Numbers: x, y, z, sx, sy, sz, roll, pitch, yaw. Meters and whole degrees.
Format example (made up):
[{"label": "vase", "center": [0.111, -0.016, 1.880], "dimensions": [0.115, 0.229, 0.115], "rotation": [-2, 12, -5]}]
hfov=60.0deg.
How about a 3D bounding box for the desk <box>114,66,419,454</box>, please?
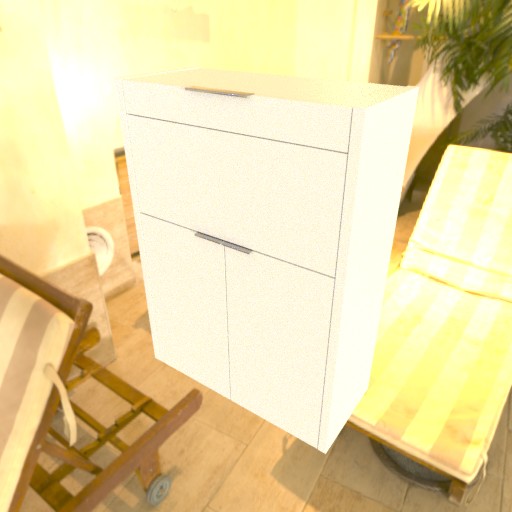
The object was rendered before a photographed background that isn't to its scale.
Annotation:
[{"label": "desk", "center": [0.000, 0.000, 1.614], "dimensions": [0.850, 1.190, 0.390], "rotation": [19, 34, 30]}]
